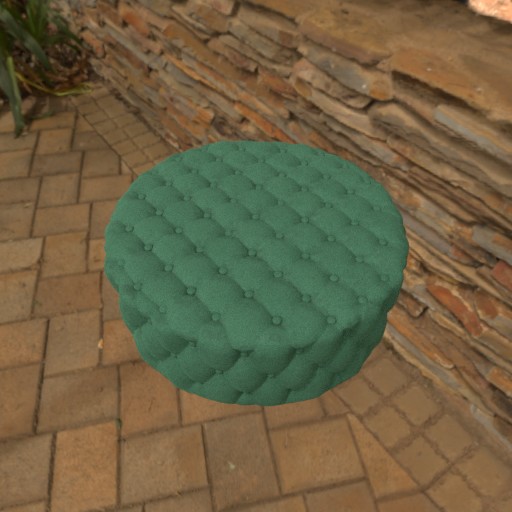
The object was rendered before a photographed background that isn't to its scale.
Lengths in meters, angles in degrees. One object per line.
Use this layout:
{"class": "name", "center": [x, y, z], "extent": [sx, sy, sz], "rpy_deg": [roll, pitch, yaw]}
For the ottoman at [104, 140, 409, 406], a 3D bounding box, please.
{"class": "ottoman", "center": [0.000, 0.000, 1.570], "extent": [0.998, 0.399, 0.998], "rpy_deg": [0, 46, 0]}
